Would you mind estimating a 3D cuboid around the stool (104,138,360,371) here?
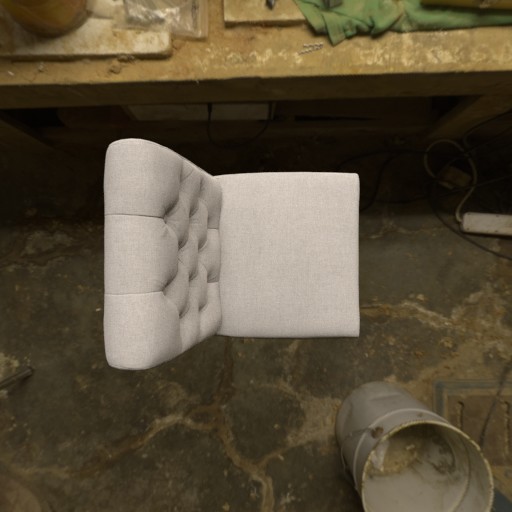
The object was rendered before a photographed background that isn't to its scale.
[{"bbox_3d":[0.000,0.000,1.377,0.601,1.040,0.493,0,90,1],"label":"stool"}]
